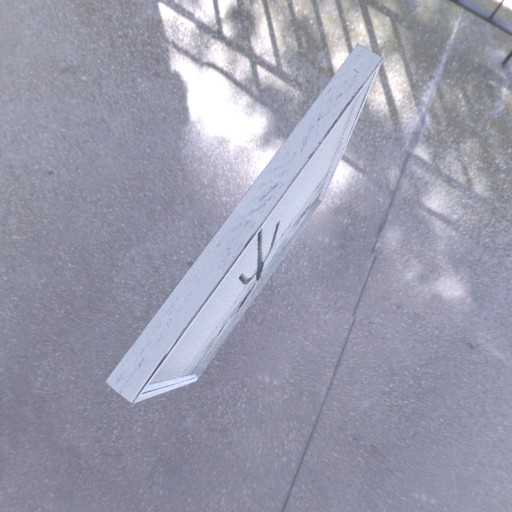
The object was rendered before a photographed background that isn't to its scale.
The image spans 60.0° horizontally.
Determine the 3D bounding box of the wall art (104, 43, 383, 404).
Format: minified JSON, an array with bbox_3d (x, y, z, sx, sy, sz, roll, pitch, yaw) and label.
[{"bbox_3d":[0.000,0.000,0.762,0.038,0.508,0.508,34,79,8],"label":"wall art"}]
